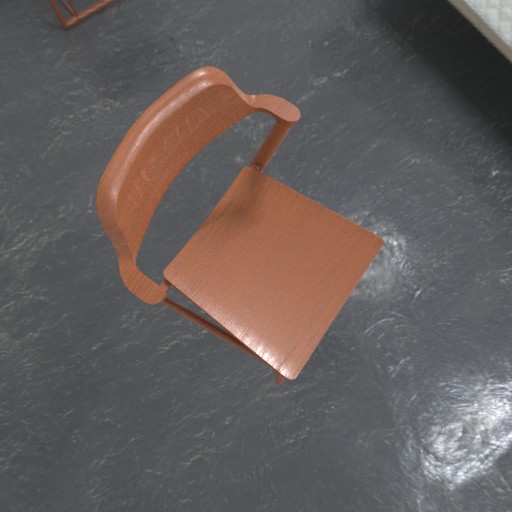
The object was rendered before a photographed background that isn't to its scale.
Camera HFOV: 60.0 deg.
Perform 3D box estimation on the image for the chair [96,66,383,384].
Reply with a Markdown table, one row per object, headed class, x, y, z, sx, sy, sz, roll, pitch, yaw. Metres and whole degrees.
| class | x | y | z | sx | sy | sz | roll | pitch | yaw |
| --- | --- | --- | --- | --- | --- | --- | --- | --- | --- |
| chair | 0.000 | 0.000 | 1.117 | 0.499 | 0.801 | 0.496 | 34 | 78 | 8 |
